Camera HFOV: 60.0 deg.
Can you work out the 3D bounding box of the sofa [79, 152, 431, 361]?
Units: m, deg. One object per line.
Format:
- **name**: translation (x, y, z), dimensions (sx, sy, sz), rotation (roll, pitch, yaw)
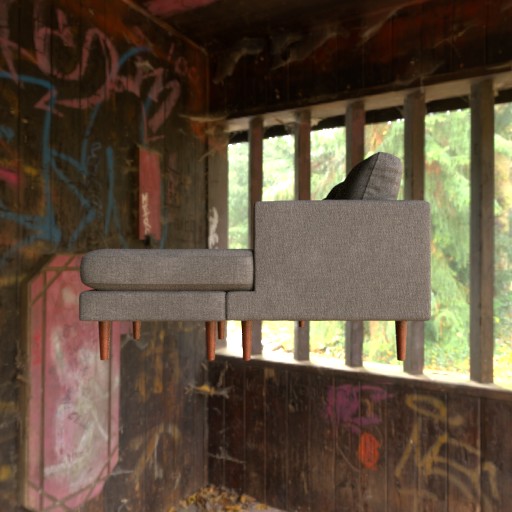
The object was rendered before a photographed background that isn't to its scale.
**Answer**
- **sofa**: translation (0.000, 0.000, 2.984), dimensions (1.504, 0.956, 2.233), rotation (0, 0, 1)
